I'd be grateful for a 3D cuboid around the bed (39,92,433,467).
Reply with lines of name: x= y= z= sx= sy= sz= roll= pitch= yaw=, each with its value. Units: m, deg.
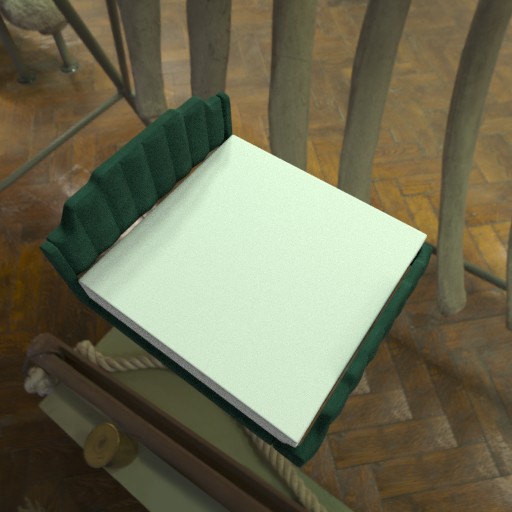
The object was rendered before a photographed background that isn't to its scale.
bed: x=0.000 y=0.000 z=3.558 sx=2.340 sy=1.245 sz=2.074 roll=31 pitch=63 yaw=18
